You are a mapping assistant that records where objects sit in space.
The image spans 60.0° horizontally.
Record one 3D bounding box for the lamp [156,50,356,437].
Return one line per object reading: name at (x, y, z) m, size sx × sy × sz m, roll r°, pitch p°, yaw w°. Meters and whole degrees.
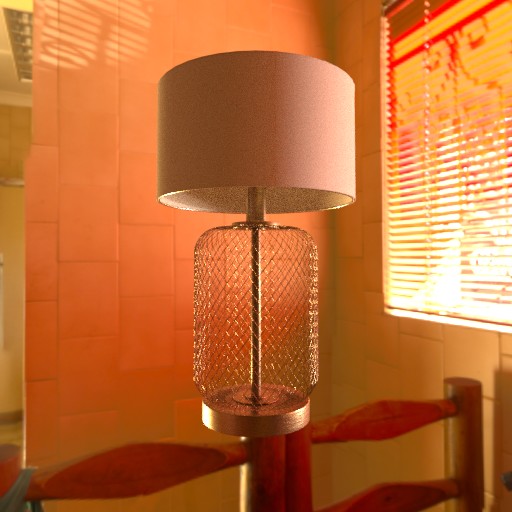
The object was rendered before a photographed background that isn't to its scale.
lamp at (0.000, 0.000, 0.801) m, size 0.353 × 0.578 × 0.353 m, roll 0°, pitch -1°, yaw 0°
